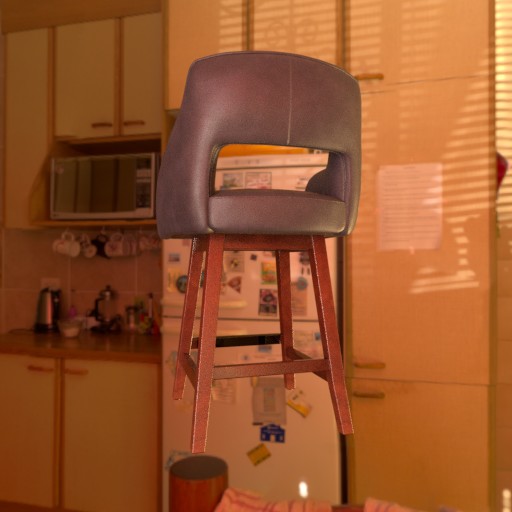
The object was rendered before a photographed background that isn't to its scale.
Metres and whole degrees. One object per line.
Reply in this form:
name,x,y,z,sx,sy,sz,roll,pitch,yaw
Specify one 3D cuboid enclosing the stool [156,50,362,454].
stool,0.000,0.000,1.277,0.550,0.936,0.560,0,0,-17
